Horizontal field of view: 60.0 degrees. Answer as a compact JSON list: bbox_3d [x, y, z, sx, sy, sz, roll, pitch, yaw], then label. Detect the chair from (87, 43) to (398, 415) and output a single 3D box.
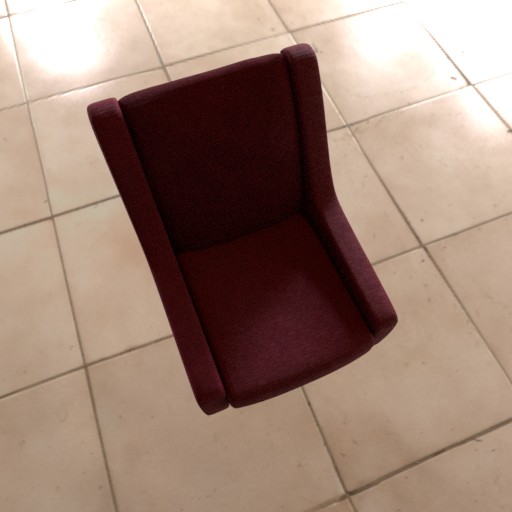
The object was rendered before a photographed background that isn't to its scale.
[{"bbox_3d":[0.000,0.000,1.713,0.793,1.017,0.985,-20,65,-10],"label":"chair"}]
